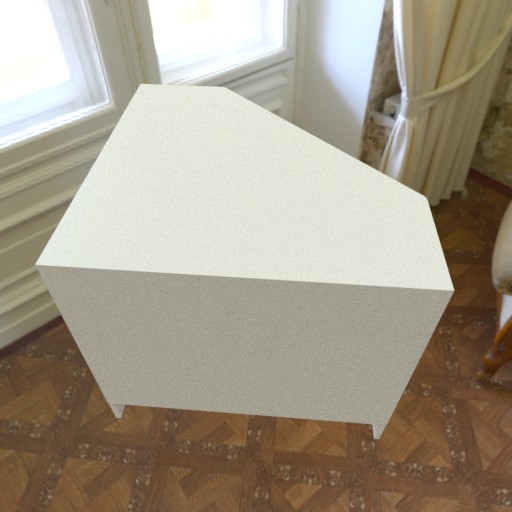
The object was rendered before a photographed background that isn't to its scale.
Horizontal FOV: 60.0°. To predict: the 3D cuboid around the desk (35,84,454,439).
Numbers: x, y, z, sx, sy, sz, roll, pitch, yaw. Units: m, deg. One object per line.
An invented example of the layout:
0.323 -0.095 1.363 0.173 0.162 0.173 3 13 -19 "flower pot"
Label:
0.000 0.000 1.603 0.940 0.818 0.926 3 46 3 "desk"
